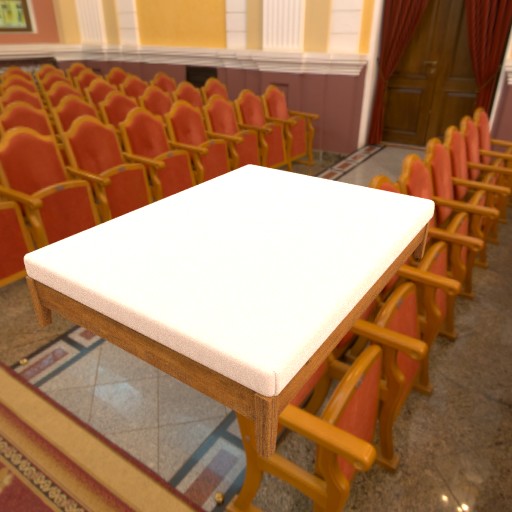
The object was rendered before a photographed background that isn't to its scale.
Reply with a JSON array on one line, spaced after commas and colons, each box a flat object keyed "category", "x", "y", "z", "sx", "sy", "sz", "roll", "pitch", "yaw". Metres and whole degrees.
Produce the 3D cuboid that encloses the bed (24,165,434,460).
[{"category": "bed", "x": 0.000, "y": 0.000, "z": 2.693, "sx": 1.536, "sy": 0.431, "sz": 2.016, "roll": 18, "pitch": 33, "yaw": 30}]
